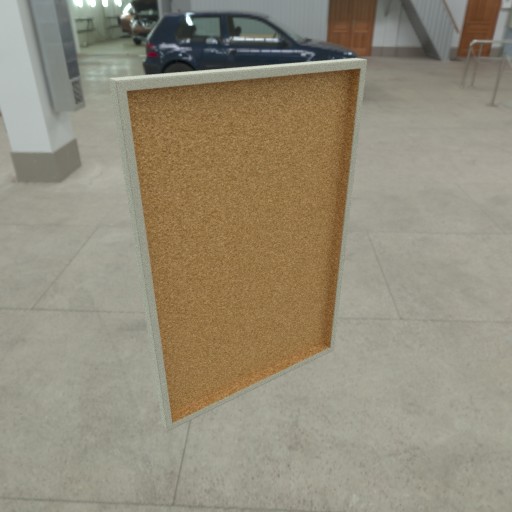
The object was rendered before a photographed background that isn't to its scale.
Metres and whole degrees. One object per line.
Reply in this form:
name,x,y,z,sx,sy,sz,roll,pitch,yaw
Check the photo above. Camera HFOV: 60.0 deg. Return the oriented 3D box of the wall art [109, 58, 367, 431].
wall art,0.000,0.000,1.160,0.610,0.914,0.038,-18,34,-28
